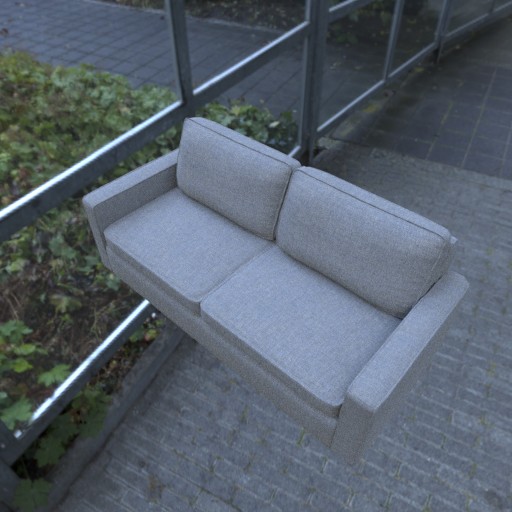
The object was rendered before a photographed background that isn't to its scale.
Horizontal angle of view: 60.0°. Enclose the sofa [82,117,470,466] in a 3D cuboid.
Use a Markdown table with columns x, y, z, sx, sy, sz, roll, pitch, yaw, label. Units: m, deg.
| x | y | z | sx | sy | sz | roll | pitch | yaw | label |
| --- | --- | --- | --- | --- | --- | --- | --- | --- | --- |
| 0.000 | 0.000 | 2.534 | 2.078 | 0.918 | 0.945 | 32 | 52 | 29 | sofa |
